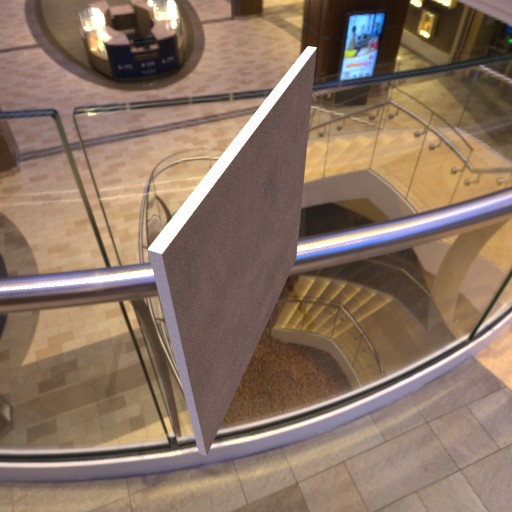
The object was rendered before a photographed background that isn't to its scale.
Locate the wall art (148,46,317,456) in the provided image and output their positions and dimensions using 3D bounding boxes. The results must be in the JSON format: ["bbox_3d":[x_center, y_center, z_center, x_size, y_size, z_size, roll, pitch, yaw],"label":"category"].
[{"bbox_3d":[0.000,0.000,0.983,0.020,0.661,0.664,16,48,15],"label":"wall art"}]
